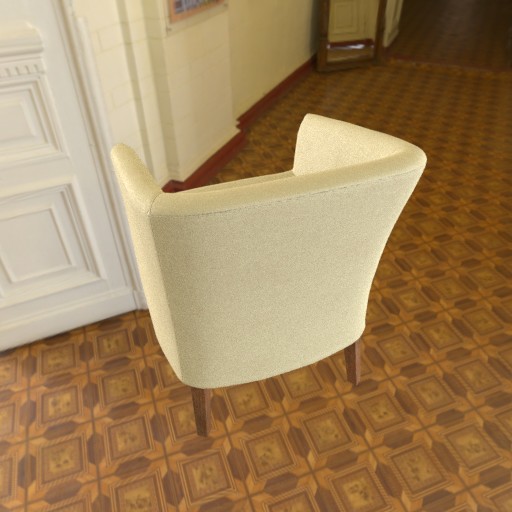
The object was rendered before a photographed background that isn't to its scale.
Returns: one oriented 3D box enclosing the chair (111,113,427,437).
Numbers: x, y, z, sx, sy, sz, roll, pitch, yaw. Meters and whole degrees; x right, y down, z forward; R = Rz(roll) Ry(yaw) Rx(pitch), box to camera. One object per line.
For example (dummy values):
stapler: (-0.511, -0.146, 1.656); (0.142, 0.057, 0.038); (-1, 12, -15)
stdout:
chair: (0.000, 0.000, 1.258); (0.643, 0.822, 0.657); (-14, 42, -16)
